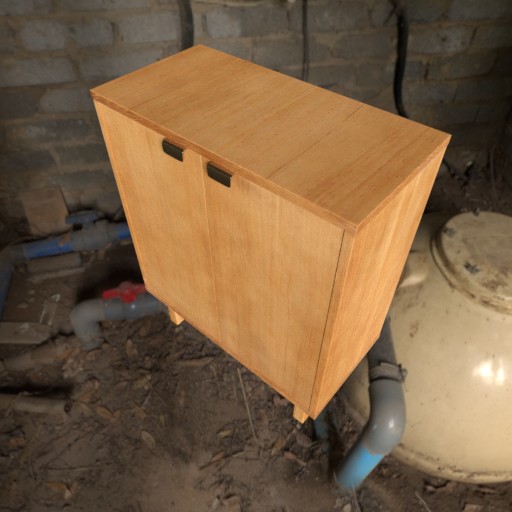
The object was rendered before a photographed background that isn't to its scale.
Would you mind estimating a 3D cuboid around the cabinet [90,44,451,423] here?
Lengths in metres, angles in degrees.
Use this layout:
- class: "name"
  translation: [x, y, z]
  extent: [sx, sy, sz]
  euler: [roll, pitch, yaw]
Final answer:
- class: "cabinet"
  translation: [0.000, 0.000, 1.423]
  extent: [0.800, 1.001, 0.419]
  euler: [32, 54, 27]
